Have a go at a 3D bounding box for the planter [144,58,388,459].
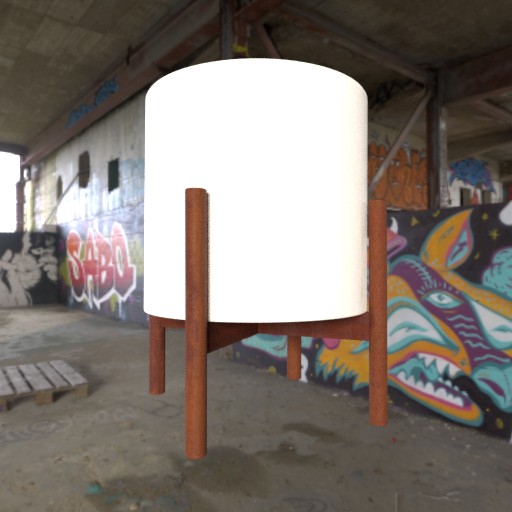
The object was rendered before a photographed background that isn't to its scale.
[{"bbox_3d":[0.000,0.000,0.859,0.421,0.581,0.420,0,-1,-19],"label":"planter"}]
